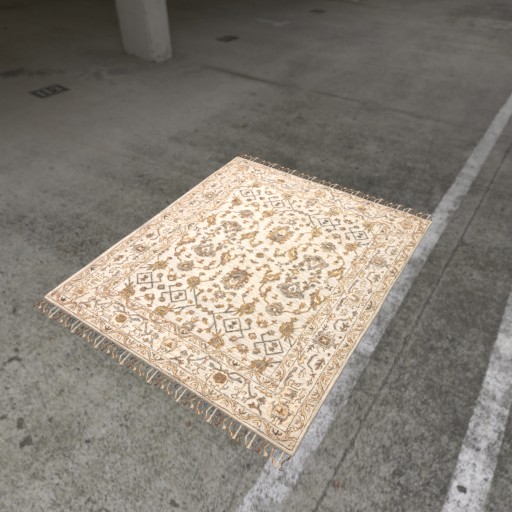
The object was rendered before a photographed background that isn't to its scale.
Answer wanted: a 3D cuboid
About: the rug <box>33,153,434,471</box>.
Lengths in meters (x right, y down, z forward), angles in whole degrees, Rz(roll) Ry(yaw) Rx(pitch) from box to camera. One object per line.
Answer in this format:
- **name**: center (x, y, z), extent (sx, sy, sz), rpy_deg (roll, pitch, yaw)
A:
- **rug**: center (0.000, 0.000, 4.100), extent (2.426, 0.034, 3.061), rpy_deg (24, 47, 24)
